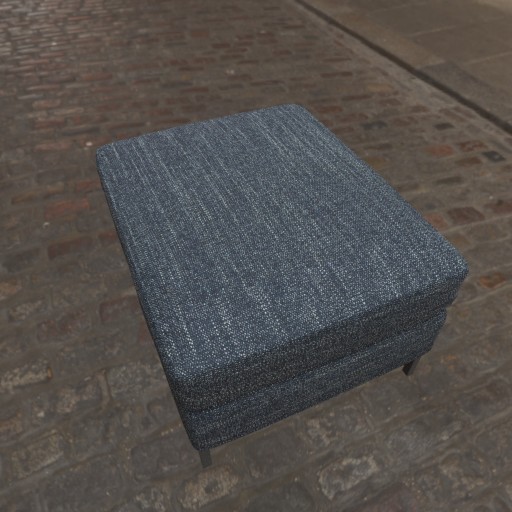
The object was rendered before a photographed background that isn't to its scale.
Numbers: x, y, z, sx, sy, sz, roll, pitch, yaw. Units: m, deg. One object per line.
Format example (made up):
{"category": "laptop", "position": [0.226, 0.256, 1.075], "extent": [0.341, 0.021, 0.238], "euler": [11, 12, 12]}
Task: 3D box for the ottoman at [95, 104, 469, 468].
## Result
{"category": "ottoman", "position": [0.000, 0.000, 1.219], "extent": [0.667, 0.491, 0.814], "euler": [-18, 48, -17]}
